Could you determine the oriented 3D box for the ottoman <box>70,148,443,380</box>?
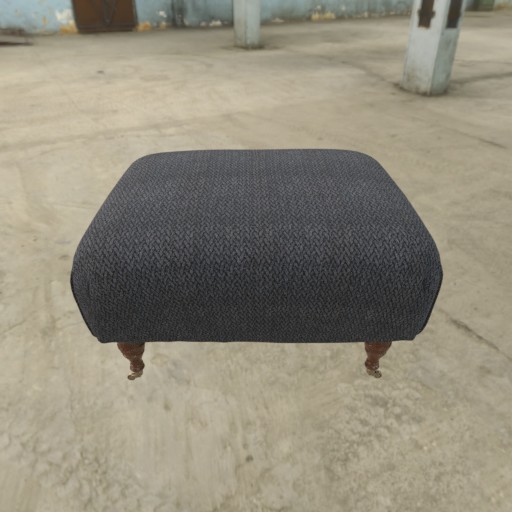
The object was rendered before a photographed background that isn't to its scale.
[{"bbox_3d":[0.000,0.000,1.149,0.747,0.450,0.622,0,32,-1],"label":"ottoman"}]
